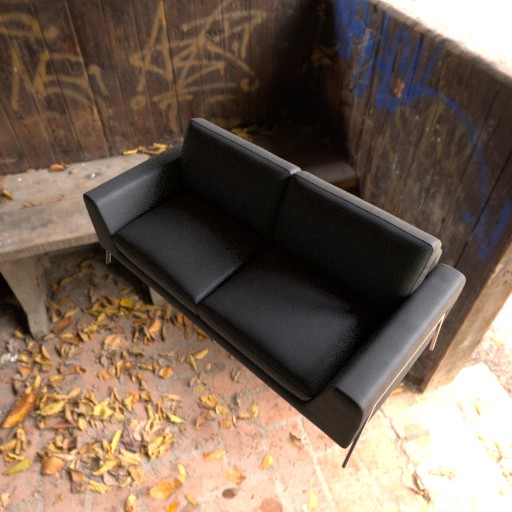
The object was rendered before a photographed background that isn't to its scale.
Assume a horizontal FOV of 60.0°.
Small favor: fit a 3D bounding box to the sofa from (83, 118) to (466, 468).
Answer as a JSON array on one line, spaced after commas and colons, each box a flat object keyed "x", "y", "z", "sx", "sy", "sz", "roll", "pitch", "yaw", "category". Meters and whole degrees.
[{"x": 0.000, "y": 0.000, "z": 2.554, "sx": 2.017, "sy": 0.875, "sz": 0.953, "roll": 34, "pitch": 55, "yaw": 28, "category": "sofa"}]
